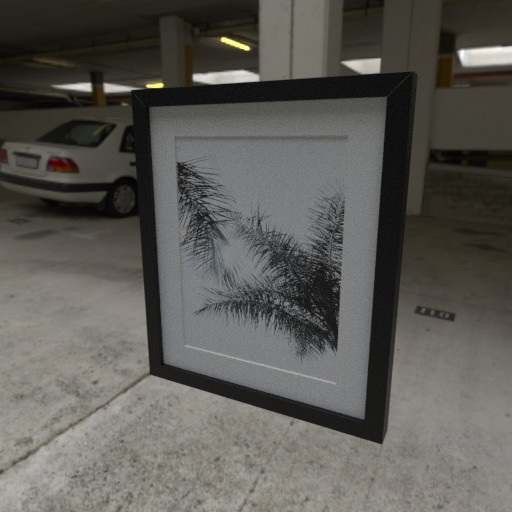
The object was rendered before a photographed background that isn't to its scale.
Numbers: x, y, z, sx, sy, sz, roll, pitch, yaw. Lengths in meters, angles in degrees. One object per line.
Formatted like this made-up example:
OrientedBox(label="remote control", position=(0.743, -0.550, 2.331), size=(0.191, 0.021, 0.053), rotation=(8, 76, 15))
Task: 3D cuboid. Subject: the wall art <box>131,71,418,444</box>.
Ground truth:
OrientedBox(label="wall art", position=(0.000, 0.000, 0.521), size=(0.325, 0.380, 0.028), rotation=(7, 16, 26))
